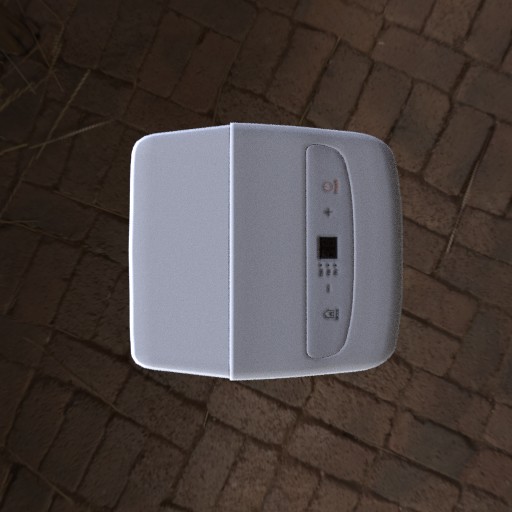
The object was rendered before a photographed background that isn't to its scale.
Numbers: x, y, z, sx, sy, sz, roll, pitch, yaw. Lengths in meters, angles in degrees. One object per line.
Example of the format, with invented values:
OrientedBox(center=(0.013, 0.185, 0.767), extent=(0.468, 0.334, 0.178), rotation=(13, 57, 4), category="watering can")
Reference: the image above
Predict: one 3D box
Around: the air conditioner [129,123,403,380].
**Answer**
OrientedBox(center=(0.000, 0.000, 0.822), extent=(0.349, 0.606, 0.304), rotation=(0, 89, -2), category="air conditioner")
